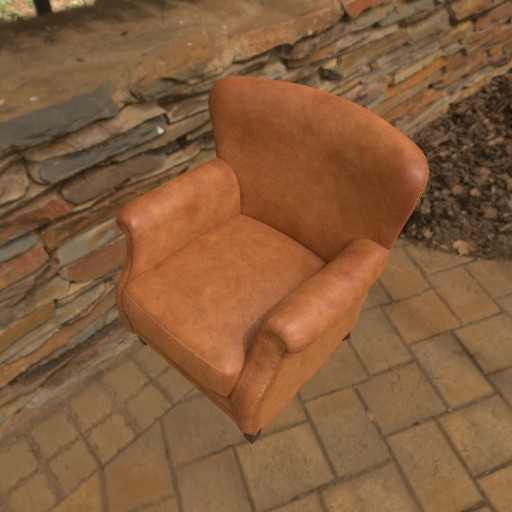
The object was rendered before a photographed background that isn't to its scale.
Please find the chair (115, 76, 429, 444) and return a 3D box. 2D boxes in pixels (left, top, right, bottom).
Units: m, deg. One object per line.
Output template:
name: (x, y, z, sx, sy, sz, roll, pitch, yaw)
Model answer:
chair: (0.000, 0.000, 1.642, 0.861, 0.936, 0.921, 33, 55, 26)
